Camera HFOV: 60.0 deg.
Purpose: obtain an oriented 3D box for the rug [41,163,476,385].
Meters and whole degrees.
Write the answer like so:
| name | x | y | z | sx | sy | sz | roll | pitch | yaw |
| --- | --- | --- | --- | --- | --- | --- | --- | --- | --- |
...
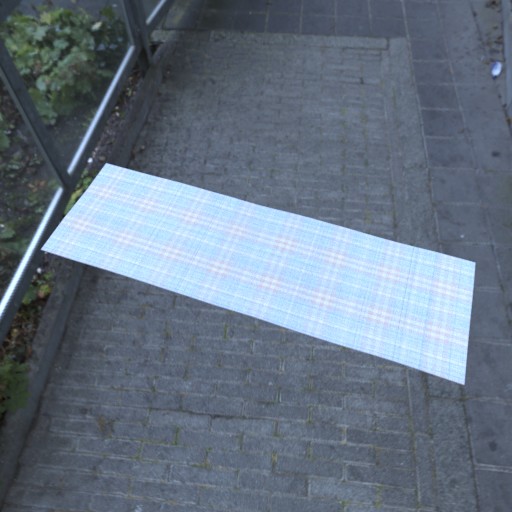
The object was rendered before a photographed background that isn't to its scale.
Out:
| name | x | y | z | sx | sy | sz | roll | pitch | yaw |
| --- | --- | --- | --- | --- | --- | --- | --- | --- | --- |
| rug | 0.000 | 0.000 | 2.602 | 2.439 | 0.013 | 0.762 | 16 | 58 | 11 |
